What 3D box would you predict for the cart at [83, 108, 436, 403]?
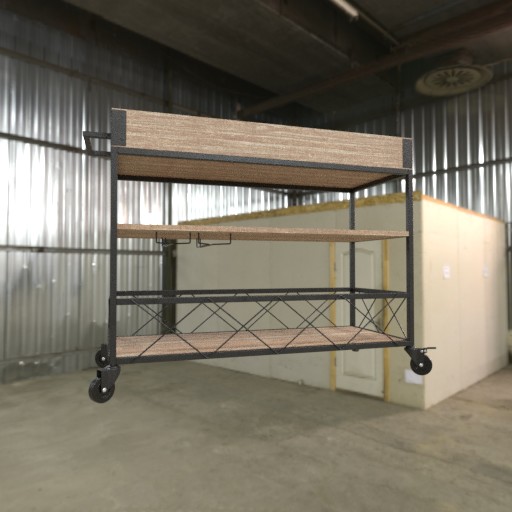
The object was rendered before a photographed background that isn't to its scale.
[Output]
[{"bbox_3d":[0.000,0.000,1.522,1.101,0.787,0.500,0,-1,-17],"label":"cart"}]
